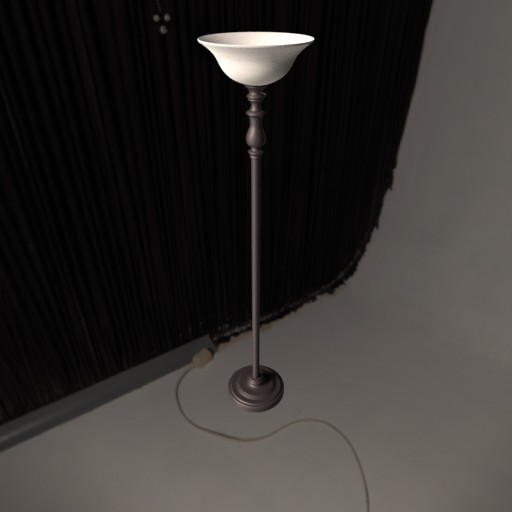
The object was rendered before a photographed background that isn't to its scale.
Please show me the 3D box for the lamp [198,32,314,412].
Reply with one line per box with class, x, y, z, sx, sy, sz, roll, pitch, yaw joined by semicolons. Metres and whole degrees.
lamp;0.000;0.000;2.025;0.405;1.797;0.405;-20;37;-29
